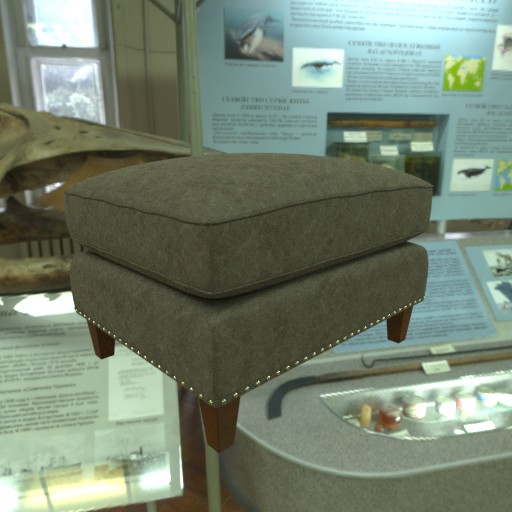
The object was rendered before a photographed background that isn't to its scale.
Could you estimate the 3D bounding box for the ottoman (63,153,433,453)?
[{"bbox_3d":[0.000,0.000,1.134,0.741,0.513,0.584,-14,21,-42],"label":"ottoman"}]
